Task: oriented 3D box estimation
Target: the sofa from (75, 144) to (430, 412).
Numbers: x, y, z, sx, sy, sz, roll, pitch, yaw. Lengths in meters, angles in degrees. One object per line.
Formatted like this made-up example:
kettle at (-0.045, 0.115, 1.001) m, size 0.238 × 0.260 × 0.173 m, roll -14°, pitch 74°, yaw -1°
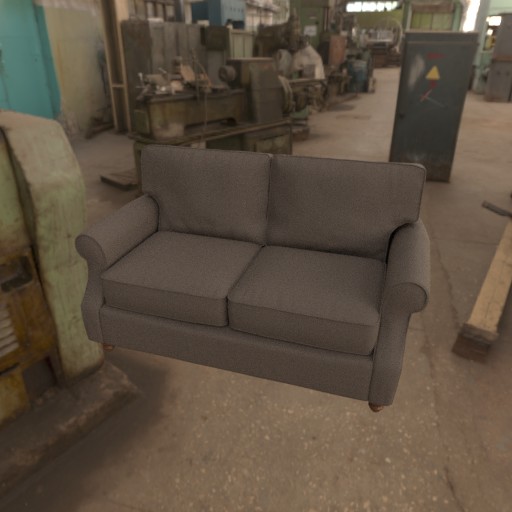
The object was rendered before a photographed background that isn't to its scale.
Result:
sofa at (0.000, 0.000, 2.282) m, size 1.665 × 0.937 × 0.964 m, roll 8°, pitch 28°, yaw 16°
